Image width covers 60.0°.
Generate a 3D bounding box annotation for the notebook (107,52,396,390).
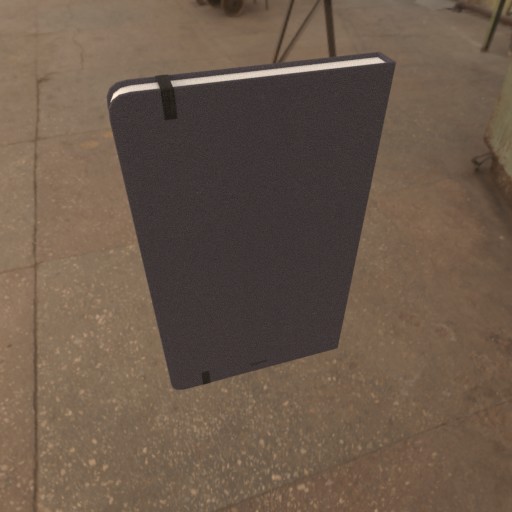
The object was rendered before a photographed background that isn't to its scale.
[{"bbox_3d":[0.000,0.000,0.261,0.127,0.213,0.016,-12,43,-13],"label":"notebook"}]
